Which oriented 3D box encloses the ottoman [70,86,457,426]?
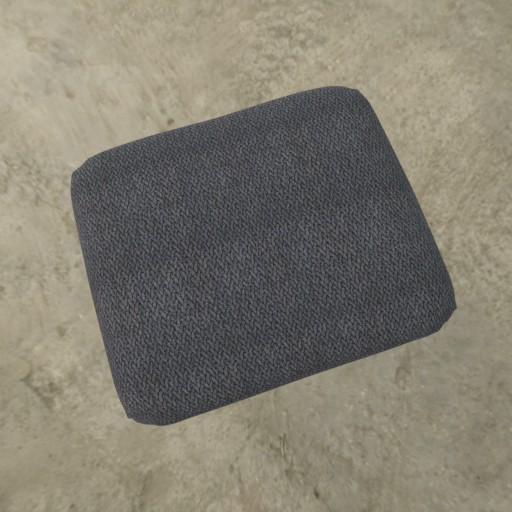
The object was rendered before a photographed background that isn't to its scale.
[{"bbox_3d":[0.000,0.000,1.103,0.747,0.450,0.622,-18,75,-5],"label":"ottoman"}]
